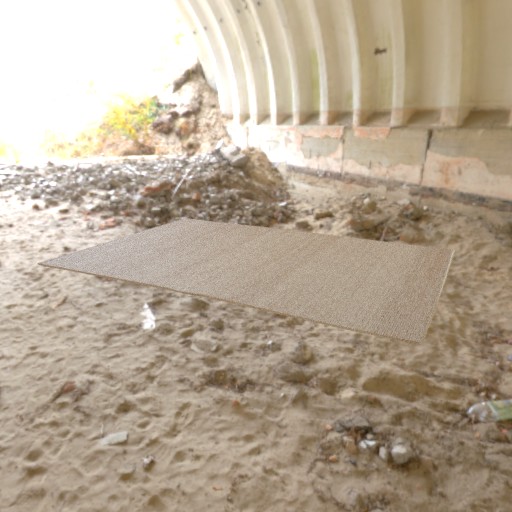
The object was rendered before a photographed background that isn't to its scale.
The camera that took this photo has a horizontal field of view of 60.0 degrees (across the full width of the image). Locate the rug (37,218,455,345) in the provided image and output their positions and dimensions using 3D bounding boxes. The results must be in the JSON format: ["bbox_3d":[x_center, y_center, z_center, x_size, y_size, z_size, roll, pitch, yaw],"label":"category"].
[{"bbox_3d":[0.000,0.000,2.968,2.346,0.029,1.574,9,19,27],"label":"rug"}]
